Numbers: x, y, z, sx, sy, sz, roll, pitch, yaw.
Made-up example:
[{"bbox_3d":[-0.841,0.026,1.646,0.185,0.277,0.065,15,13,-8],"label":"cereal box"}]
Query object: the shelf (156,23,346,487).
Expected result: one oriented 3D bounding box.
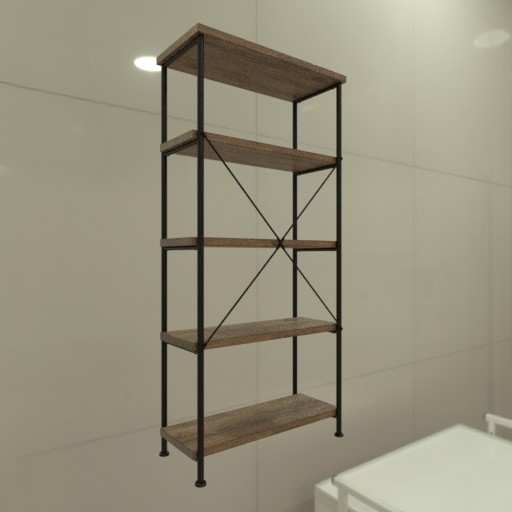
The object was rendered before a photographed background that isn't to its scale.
[{"bbox_3d":[0.000,0.000,1.997,0.800,1.700,0.360,0,0,-37],"label":"shelf"}]
